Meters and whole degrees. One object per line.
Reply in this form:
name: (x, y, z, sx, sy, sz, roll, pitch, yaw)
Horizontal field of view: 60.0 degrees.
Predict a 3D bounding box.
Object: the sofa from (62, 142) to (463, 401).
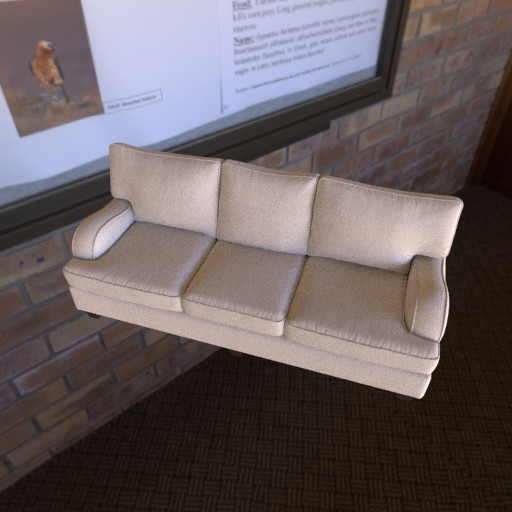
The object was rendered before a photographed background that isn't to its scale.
sofa: (0.000, 0.000, 2.881, 2.323, 0.991, 1.016, 12, 42, 13)
